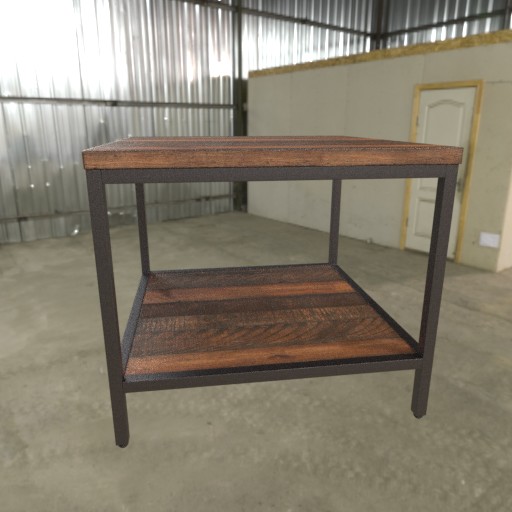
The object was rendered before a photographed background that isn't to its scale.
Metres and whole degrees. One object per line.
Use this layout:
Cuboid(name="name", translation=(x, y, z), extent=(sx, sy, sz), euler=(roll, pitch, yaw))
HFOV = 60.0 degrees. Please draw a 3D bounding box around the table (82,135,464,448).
Cuboid(name="table", translation=(0.000, 0.000, 0.955), extent=(0.548, 0.482, 0.553), euler=(-2, 17, -8))
